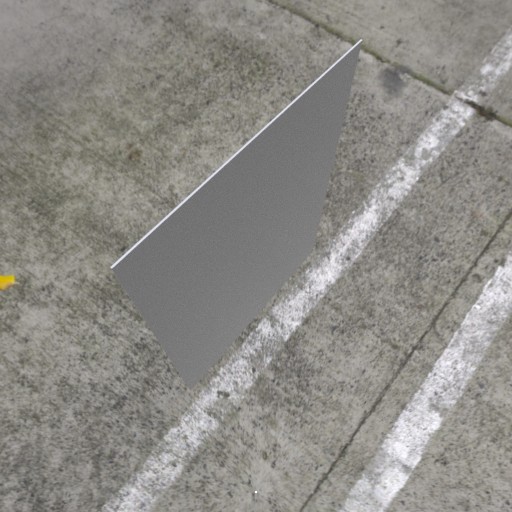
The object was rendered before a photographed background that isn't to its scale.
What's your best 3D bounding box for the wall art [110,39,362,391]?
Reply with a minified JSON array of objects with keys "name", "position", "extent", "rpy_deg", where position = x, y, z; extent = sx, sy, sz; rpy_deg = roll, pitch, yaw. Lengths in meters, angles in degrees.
[{"name":"wall art","position":[0.000,0.000,0.798],"extent":[0.003,0.609,0.457],"rpy_deg":[36,68,17]}]
